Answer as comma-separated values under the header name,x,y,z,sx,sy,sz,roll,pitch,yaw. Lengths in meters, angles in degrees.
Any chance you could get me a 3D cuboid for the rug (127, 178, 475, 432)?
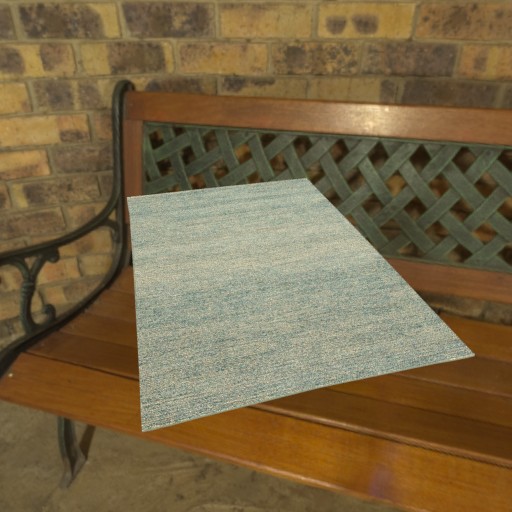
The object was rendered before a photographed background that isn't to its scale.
name,x,y,z,sx,sy,sz,roll,pitch,yaw
rug,0.000,0.000,5.130,2.802,0.052,4.078,-8,33,-13
